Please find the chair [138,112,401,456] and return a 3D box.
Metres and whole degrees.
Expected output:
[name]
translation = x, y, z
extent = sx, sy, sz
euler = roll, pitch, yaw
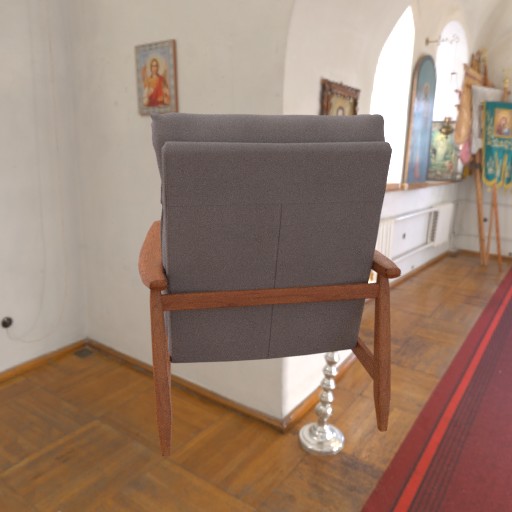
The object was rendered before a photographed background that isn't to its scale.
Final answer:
[chair]
translation = 0.000, 0.000, 1.551
extent = 0.782, 0.922, 0.816
euler = -2, 15, -9
